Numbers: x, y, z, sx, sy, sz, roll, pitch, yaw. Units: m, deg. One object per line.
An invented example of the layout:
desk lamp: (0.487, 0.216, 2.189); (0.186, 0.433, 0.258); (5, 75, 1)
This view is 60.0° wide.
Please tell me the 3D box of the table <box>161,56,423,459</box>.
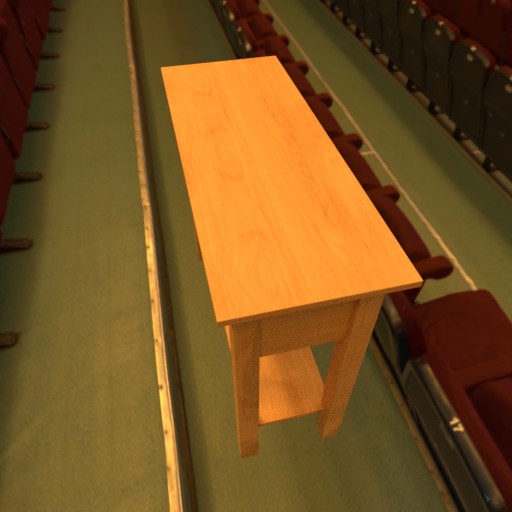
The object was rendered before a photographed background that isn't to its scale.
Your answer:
table: (0.000, 0.000, 1.255); (0.340, 0.728, 0.900); (-10, 48, -9)
